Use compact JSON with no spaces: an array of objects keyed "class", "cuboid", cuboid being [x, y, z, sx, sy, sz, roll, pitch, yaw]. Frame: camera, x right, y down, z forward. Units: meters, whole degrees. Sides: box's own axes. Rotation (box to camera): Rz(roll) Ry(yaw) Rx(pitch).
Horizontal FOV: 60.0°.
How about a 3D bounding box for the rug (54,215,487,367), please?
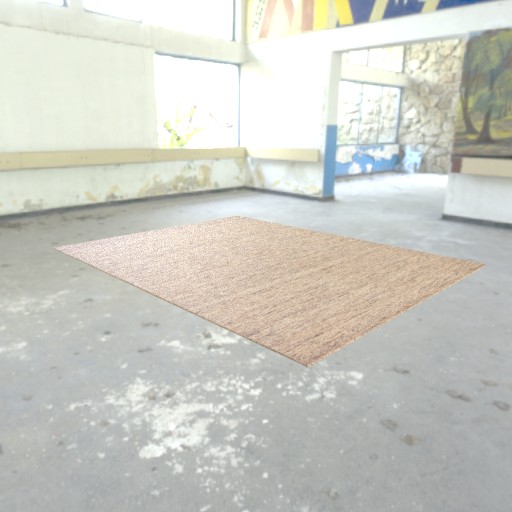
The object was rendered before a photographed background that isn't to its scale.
[{"class":"rug","cuboid":[0.000,0.000,4.098,2.448,0.013,3.205,-15,22,-43]}]
